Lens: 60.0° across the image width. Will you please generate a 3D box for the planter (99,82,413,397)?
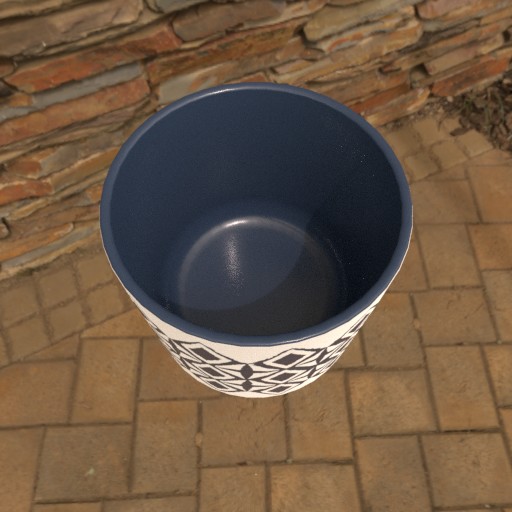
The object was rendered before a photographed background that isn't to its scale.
[{"bbox_3d":[0.000,0.000,0.407,0.224,0.203,0.224,0,64,0],"label":"planter"}]
